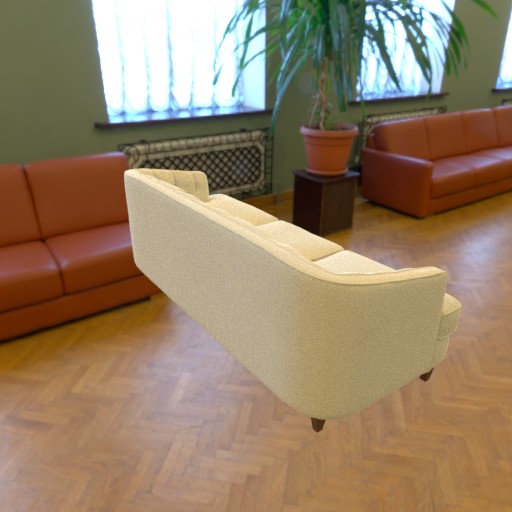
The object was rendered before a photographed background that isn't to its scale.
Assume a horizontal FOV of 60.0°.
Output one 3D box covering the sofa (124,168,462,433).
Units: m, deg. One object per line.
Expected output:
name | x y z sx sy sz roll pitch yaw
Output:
sofa | 0.000 0.000 2.781 0.941 0.855 2.278 -17 30 -32
